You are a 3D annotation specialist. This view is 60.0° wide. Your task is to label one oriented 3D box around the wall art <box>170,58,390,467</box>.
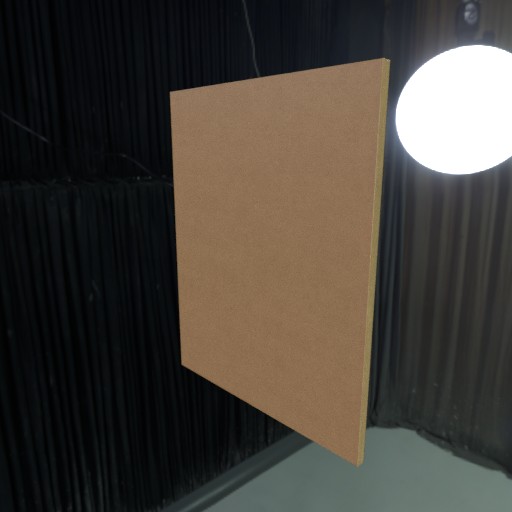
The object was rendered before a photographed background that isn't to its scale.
[{"bbox_3d":[0.000,0.000,1.340,0.030,1.002,0.798,-13,19,-43],"label":"wall art"}]
